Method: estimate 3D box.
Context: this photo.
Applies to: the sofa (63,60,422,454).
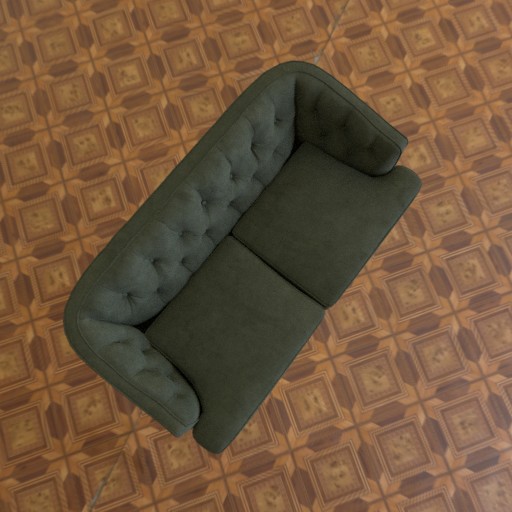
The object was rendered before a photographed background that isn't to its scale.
[{"bbox_3d":[0.000,0.000,2.263,0.941,0.855,1.733,38,80,8],"label":"sofa"}]
